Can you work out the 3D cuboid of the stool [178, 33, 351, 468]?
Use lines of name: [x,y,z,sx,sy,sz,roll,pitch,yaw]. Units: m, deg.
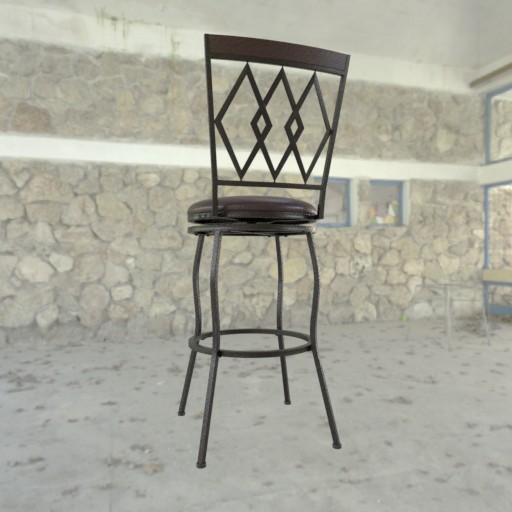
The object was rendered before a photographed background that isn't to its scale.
stool: [0.000,0.000,1.404,0.432,1.134,0.521,0,0,-17]
